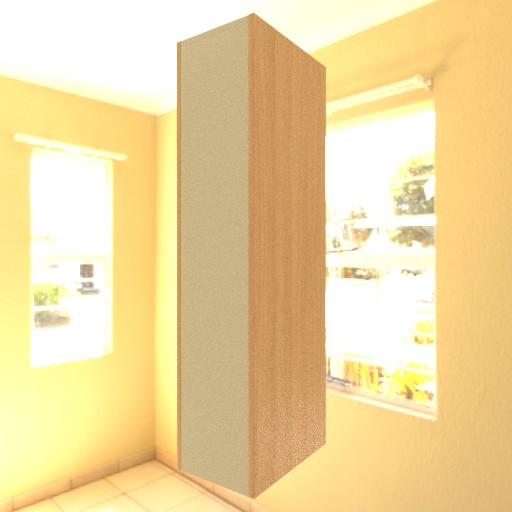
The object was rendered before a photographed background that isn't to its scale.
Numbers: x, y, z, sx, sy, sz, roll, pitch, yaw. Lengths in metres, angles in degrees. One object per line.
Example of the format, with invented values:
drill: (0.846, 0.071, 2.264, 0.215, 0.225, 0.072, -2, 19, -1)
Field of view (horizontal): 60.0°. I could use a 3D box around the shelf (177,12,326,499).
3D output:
shelf: (0.000, 0.000, 0.977, 0.197, 0.882, 0.290, 0, 0, 35)
